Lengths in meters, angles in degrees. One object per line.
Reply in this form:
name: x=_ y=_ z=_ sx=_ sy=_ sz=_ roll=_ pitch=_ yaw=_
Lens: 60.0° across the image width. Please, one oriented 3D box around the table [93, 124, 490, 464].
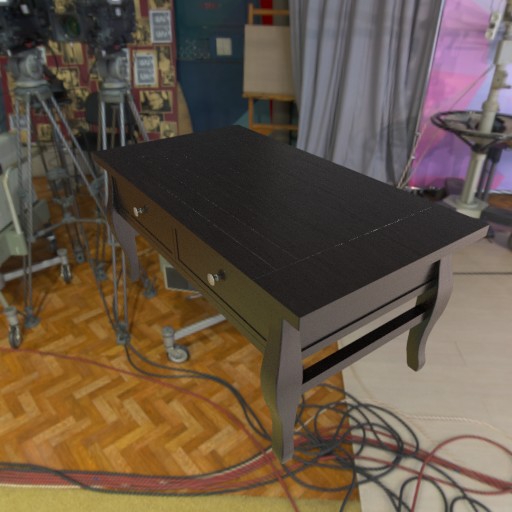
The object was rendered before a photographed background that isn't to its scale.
table: x=0.000 y=0.000 z=1.388 sx=0.600 sy=0.494 sz=1.062 roll=-21 pitch=37 yaw=-30
